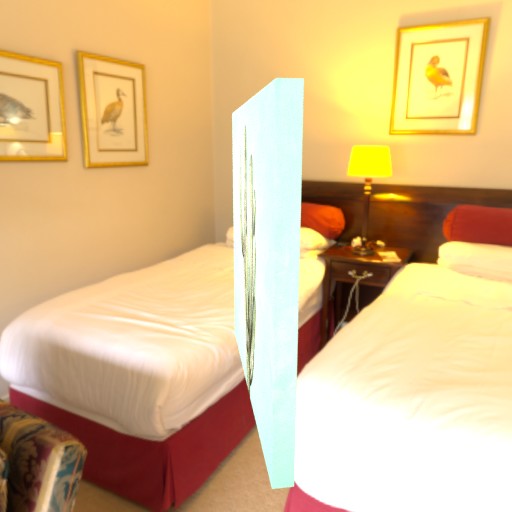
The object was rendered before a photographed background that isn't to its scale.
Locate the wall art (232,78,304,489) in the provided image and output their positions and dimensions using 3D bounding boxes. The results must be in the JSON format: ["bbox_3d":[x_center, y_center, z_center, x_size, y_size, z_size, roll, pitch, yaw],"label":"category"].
[{"bbox_3d":[0.000,0.000,0.913,0.036,0.603,0.603,-2,14,-8],"label":"wall art"}]
